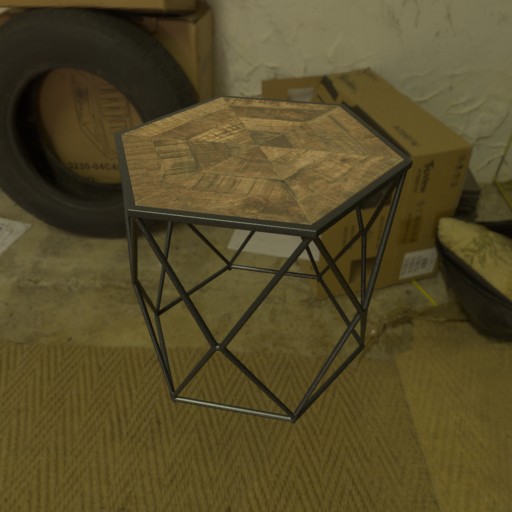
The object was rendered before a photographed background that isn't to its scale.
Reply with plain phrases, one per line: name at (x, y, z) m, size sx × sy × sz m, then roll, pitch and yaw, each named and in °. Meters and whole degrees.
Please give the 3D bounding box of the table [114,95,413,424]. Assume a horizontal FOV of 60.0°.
table at (0.000, 0.000, 1.051) m, size 0.579 × 0.564 × 0.578 m, roll -12°, pitch 42°, yaw -14°
